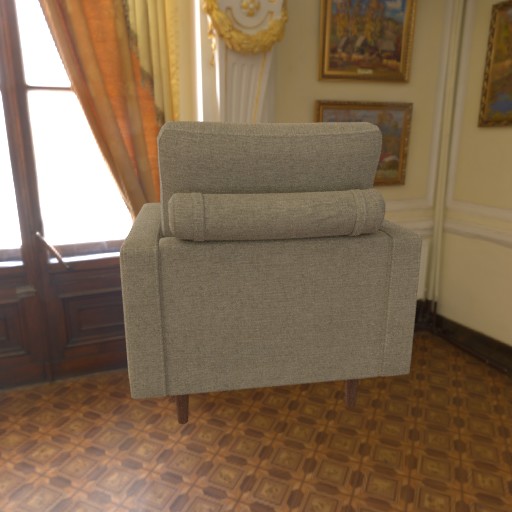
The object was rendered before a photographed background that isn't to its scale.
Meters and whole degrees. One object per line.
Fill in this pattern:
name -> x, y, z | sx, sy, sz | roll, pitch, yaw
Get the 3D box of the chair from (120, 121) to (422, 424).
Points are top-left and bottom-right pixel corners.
chair -> 0.000, 0.000, 1.548 | 0.821, 0.880, 0.843 | -2, 15, -9
